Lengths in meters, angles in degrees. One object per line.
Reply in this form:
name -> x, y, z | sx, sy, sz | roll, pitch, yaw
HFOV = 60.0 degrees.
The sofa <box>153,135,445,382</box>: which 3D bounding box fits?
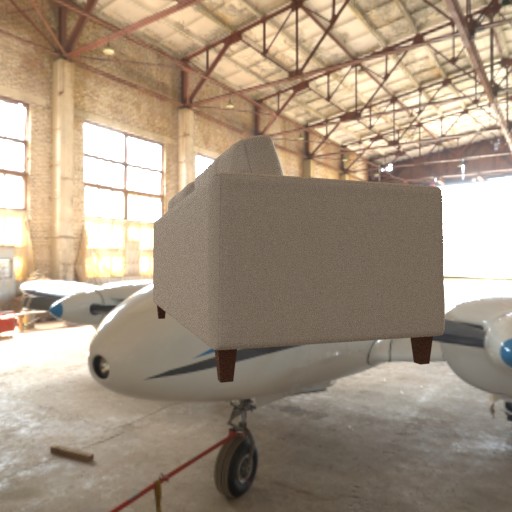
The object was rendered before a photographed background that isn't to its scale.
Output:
sofa -> 0.000, 0.000, 2.515 | 0.965, 0.889, 1.981 | 0, -1, -19
